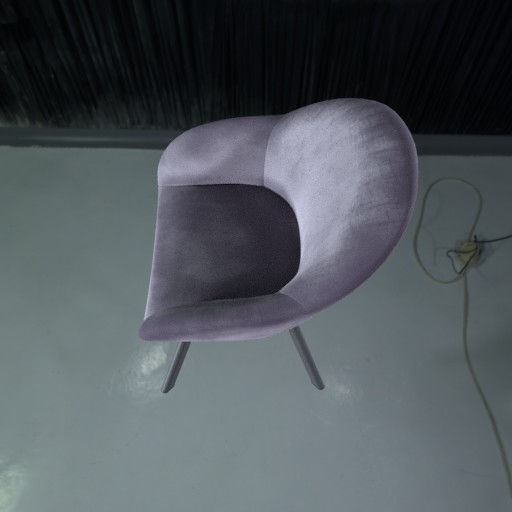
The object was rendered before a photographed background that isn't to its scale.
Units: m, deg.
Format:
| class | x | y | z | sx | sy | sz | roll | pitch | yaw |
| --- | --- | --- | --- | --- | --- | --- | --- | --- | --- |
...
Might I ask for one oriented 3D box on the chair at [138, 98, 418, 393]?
| class | x | y | z | sx | sy | sz | roll | pitch | yaw |
| --- | --- | --- | --- | --- | --- | --- | --- | --- | --- |
| chair | 0.000 | 0.000 | 1.141 | 0.590 | 0.795 | 0.550 | -1 | 59 | -1 |
